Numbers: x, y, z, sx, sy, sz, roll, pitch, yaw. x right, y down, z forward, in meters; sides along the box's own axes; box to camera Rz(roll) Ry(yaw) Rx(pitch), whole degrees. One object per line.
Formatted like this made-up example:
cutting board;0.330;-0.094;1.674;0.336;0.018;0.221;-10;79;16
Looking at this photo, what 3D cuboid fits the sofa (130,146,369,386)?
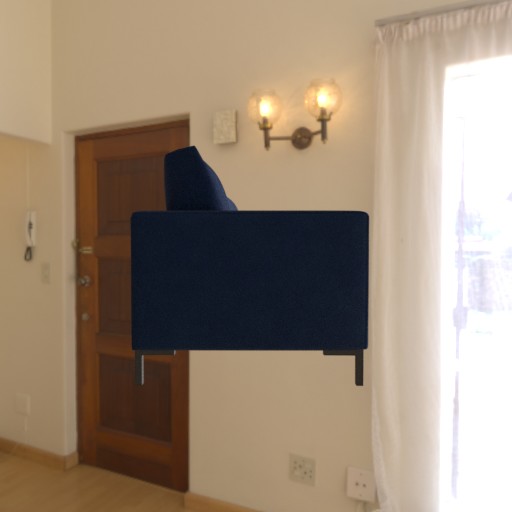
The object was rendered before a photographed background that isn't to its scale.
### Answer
sofa;0.000;0.000;2.669;0.875;0.879;2.252;0;1;1
